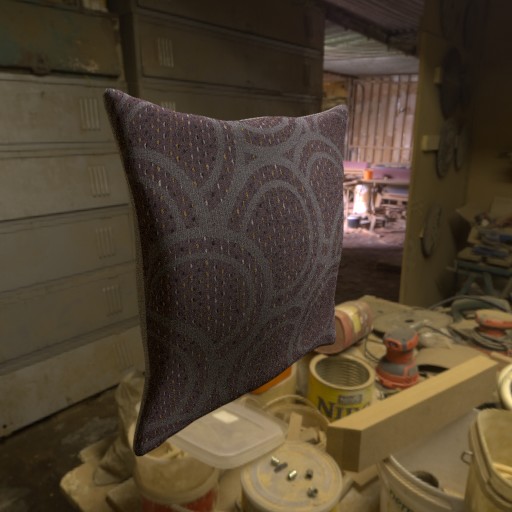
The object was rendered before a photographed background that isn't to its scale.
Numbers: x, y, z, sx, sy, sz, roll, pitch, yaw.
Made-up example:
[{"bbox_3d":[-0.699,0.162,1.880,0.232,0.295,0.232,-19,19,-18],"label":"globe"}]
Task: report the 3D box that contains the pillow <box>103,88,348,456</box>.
[{"bbox_3d":[0.000,0.000,0.761,0.163,0.513,0.514,14,21,41],"label":"pillow"}]
